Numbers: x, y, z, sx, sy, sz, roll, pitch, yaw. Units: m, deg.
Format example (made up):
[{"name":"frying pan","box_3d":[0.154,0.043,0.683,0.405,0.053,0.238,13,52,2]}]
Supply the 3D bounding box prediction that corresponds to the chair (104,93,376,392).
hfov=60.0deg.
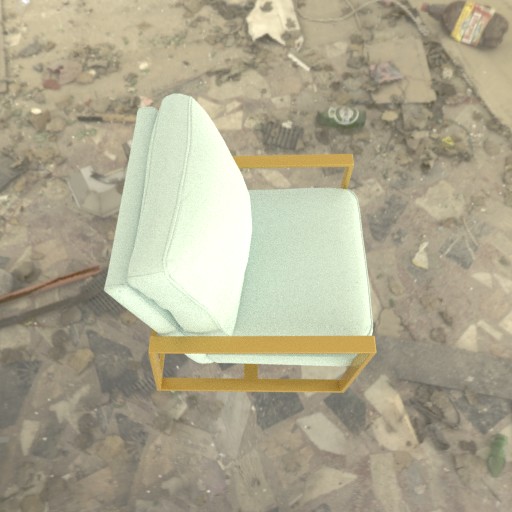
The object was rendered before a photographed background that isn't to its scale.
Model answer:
[{"name":"chair","box_3d":[0.000,0.000,1.581,0.813,0.956,0.758,1,62,0]}]
